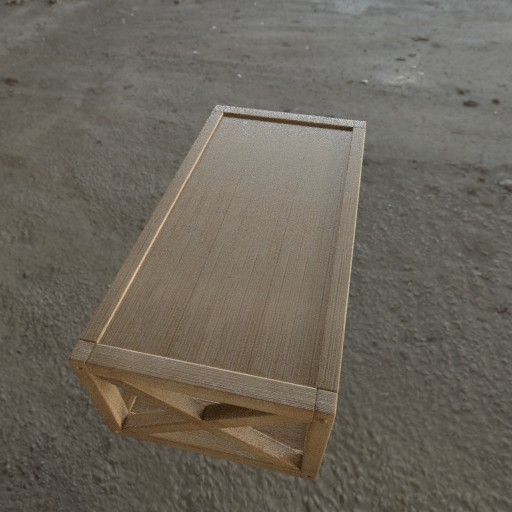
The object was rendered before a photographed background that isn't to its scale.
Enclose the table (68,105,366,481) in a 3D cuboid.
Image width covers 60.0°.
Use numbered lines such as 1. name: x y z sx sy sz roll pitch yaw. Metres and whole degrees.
1. table: 0.000 0.000 1.645 0.660 0.457 1.321 9 47 9
